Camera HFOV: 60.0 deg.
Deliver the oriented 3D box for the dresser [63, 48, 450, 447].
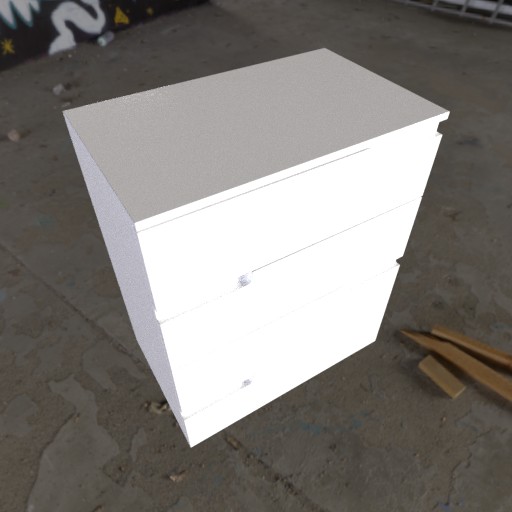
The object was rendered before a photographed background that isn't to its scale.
[{"bbox_3d":[0.000,0.000,1.153,0.650,0.800,0.400,-23,49,-22],"label":"dresser"}]
